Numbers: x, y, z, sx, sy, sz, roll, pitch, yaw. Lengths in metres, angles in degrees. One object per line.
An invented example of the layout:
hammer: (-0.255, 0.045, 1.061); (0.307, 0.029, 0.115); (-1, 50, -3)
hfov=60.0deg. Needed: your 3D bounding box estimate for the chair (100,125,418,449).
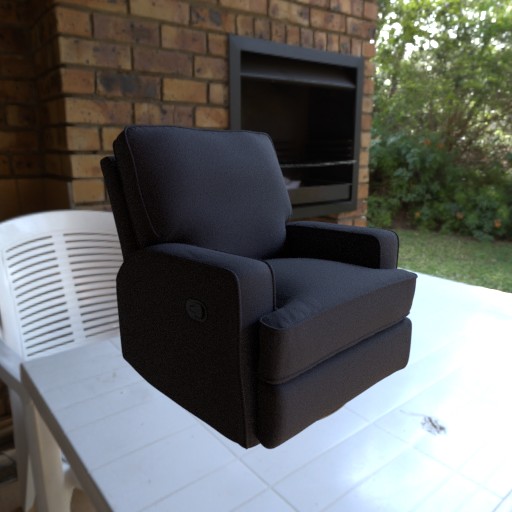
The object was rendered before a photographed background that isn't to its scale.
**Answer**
chair: (0.000, 0.000, 1.683); (0.861, 0.962, 0.964); (-13, 19, -42)
